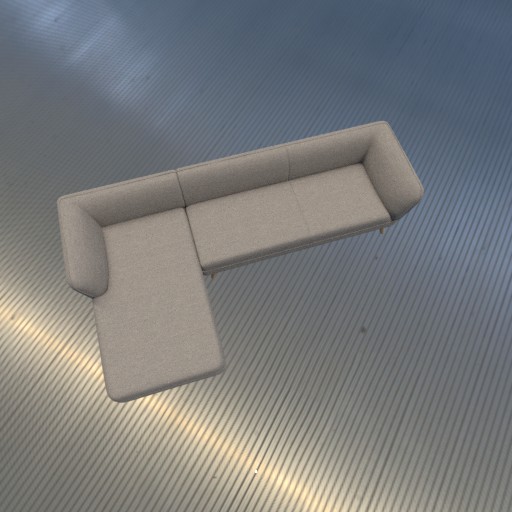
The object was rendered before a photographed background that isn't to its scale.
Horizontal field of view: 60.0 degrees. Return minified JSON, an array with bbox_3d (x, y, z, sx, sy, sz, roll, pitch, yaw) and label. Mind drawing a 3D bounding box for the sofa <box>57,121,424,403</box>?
[{"bbox_3d":[0.000,0.000,3.400,2.653,0.693,1.532,-15,65,-7],"label":"sofa"}]
